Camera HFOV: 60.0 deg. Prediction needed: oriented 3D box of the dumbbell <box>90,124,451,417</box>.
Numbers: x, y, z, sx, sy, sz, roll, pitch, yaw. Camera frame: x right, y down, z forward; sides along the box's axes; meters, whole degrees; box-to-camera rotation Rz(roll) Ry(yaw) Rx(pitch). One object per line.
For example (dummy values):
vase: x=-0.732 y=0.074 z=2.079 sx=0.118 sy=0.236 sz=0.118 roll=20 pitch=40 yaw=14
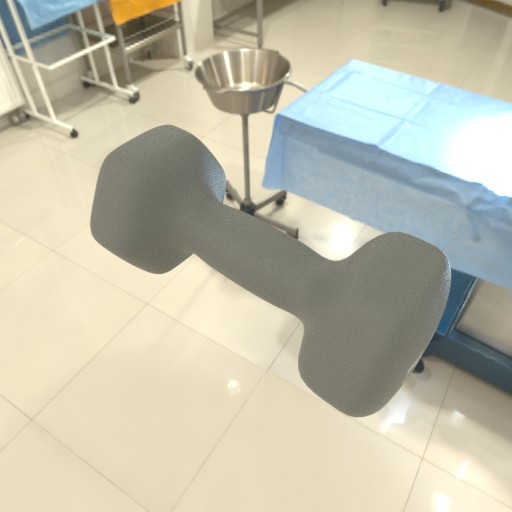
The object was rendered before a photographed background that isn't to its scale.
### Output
dumbbell: x=0.000 y=0.000 z=0.231 sx=0.184 sy=0.081 sz=0.090 roll=31 pitch=54 yaw=26
